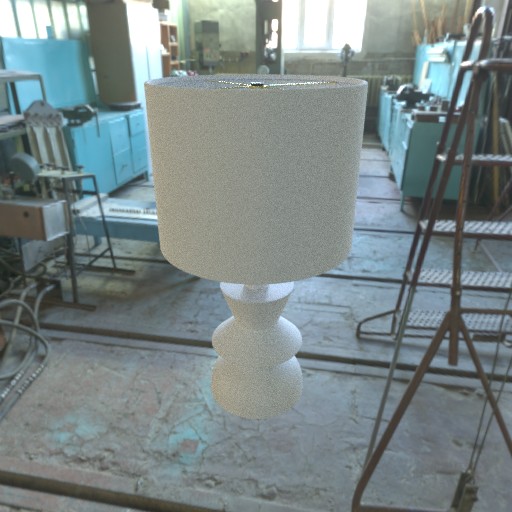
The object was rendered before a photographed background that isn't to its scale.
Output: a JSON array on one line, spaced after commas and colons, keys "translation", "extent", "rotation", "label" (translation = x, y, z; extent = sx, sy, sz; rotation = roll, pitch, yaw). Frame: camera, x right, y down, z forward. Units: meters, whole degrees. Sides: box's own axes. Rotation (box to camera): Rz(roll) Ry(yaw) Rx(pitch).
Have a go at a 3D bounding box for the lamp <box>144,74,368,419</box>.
[{"translation": [0.000, 0.000, 0.722], "extent": [0.301, 0.533, 0.301], "rotation": [-16, 30, -31], "label": "lamp"}]
